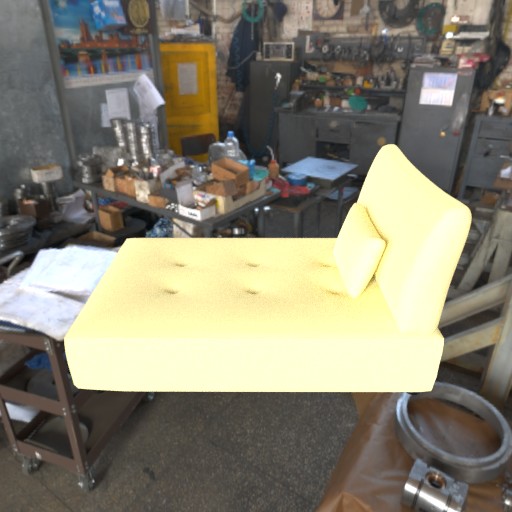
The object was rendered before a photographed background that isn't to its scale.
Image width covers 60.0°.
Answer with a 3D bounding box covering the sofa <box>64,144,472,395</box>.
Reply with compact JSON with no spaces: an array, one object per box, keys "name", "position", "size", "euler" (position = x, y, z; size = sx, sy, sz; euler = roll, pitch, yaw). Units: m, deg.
[{"name":"sofa","position":[0.000,0.000,2.021],"size":[1.450,0.820,0.930],"euler":[0,27,0]}]
